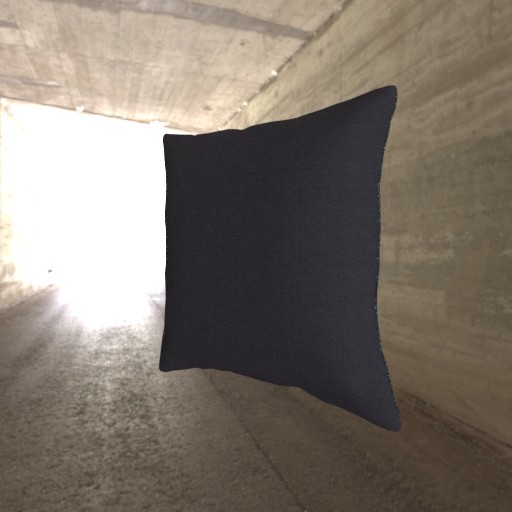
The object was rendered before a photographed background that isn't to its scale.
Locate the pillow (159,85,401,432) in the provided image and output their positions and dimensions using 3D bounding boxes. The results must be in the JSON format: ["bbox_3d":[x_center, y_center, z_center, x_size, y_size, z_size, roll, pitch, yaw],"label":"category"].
[{"bbox_3d":[0.000,0.000,0.668,0.436,0.430,0.138,0,0,37],"label":"pillow"}]
